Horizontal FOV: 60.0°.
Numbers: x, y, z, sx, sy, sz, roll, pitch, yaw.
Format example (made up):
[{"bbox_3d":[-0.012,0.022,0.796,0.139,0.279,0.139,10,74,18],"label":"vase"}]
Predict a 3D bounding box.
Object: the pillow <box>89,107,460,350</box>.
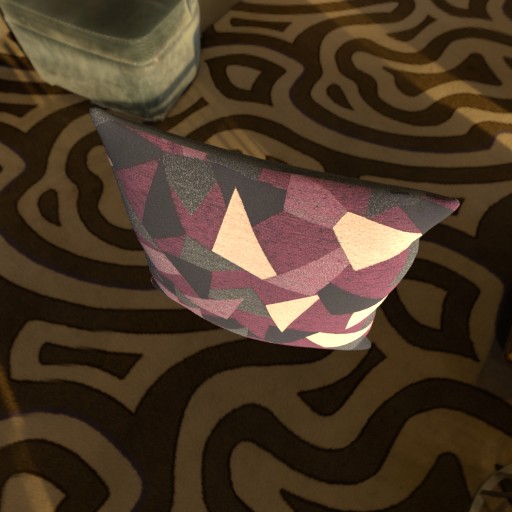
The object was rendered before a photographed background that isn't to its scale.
[{"bbox_3d":[0.000,0.000,0.760,0.503,0.496,0.208,16,60,9],"label":"pillow"}]
